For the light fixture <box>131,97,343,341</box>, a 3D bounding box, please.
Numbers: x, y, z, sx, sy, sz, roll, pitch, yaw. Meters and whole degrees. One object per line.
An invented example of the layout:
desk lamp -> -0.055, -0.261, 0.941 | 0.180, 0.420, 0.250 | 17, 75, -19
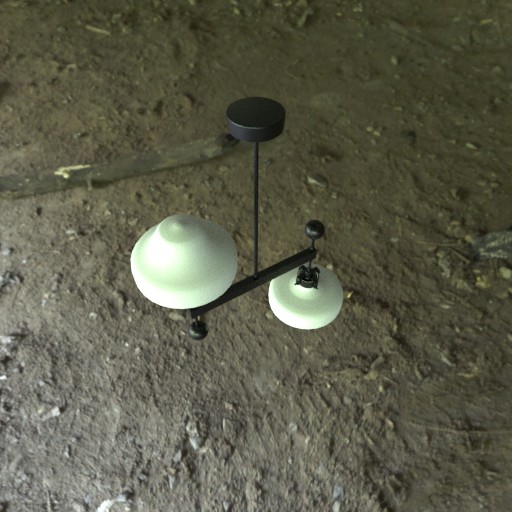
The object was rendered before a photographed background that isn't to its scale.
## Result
light fixture -> 0.000, 0.000, 1.037 | 0.422, 0.743, 0.489 | 16, 50, 14
